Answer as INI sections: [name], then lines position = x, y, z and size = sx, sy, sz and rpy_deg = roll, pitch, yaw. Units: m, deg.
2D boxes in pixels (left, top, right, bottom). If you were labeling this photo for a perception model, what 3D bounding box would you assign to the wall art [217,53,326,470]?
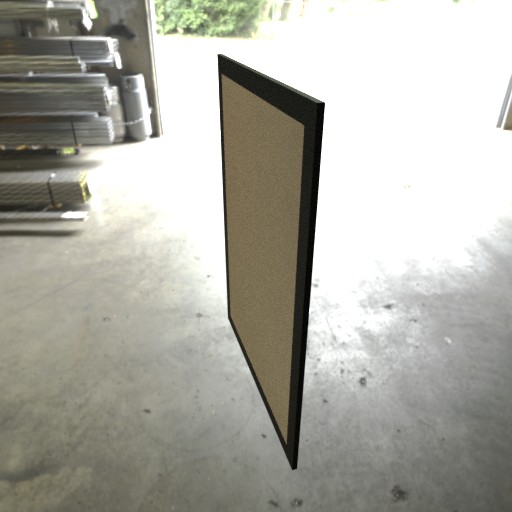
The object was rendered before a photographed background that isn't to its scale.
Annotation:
[wall art]
position = 0.000, 0.000, 0.682
size = 0.008, 0.530, 0.379
rpy_deg = -9, 32, -15
